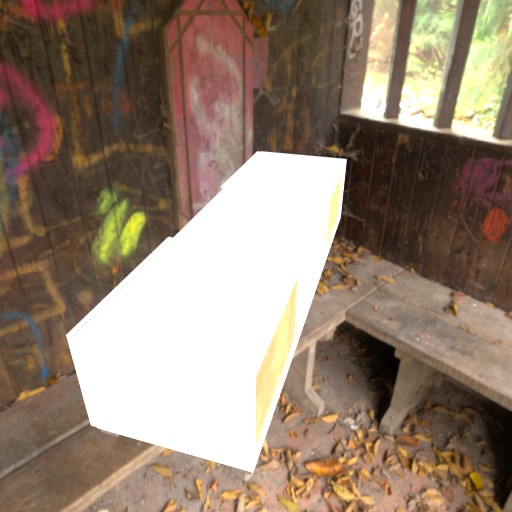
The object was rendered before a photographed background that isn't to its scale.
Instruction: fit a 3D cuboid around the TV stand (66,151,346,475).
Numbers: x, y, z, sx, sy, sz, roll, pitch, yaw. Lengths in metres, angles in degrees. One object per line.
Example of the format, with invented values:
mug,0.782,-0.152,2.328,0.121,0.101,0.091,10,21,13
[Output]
TV stand,0.000,0.000,1.551,0.420,0.310,1.400,9,31,15
